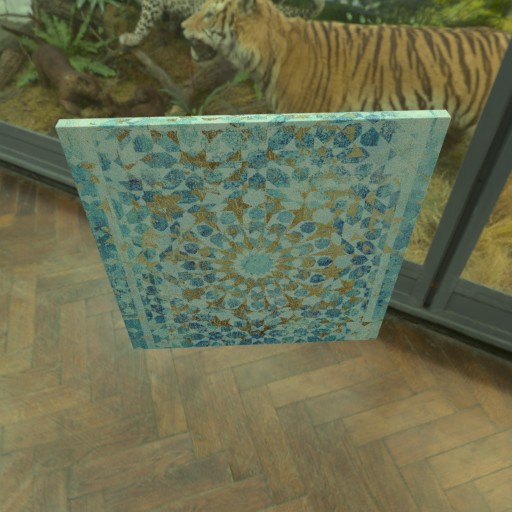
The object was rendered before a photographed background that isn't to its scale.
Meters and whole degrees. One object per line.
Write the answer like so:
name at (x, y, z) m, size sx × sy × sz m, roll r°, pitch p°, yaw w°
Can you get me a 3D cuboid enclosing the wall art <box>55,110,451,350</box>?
wall art at (0.000, 0.000, 1.360) m, size 0.916 × 0.916 × 0.040 m, roll -2°, pitch 45°, yaw -2°
